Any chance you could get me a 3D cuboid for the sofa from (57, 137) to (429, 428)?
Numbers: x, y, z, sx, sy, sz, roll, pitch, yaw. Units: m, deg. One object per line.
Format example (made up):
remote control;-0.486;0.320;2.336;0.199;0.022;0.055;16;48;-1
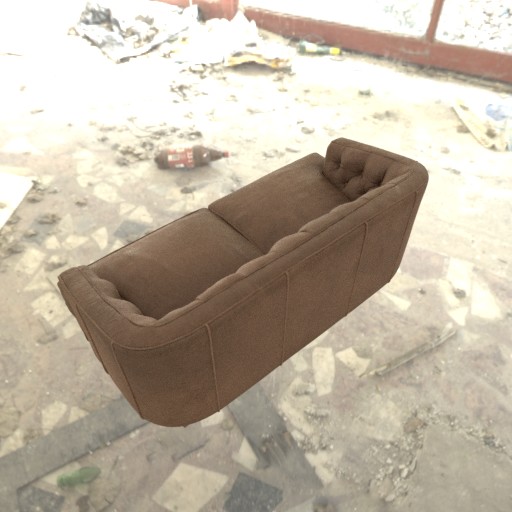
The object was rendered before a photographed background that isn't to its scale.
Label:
sofa;0.000;0.000;2.281;1.767;0.799;0.917;-31;53;-27
